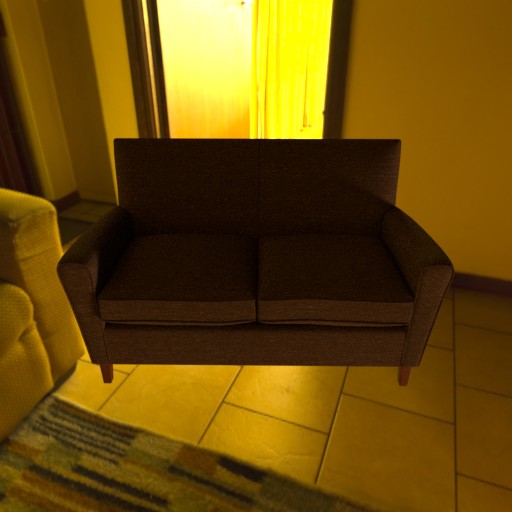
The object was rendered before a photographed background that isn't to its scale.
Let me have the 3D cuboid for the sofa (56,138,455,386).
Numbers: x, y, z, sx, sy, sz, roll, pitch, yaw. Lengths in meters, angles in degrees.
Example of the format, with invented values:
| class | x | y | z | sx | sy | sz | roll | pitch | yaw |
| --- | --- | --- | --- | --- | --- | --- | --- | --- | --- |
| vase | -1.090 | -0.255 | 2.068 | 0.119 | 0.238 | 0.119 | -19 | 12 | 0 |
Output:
| class | x | y | z | sx | sy | sz | roll | pitch | yaw |
| --- | --- | --- | --- | --- | --- | --- | --- | --- | --- |
| sofa | 0.000 | 0.000 | 2.093 | 1.509 | 0.905 | 0.867 | 0 | 30 | 1 |
